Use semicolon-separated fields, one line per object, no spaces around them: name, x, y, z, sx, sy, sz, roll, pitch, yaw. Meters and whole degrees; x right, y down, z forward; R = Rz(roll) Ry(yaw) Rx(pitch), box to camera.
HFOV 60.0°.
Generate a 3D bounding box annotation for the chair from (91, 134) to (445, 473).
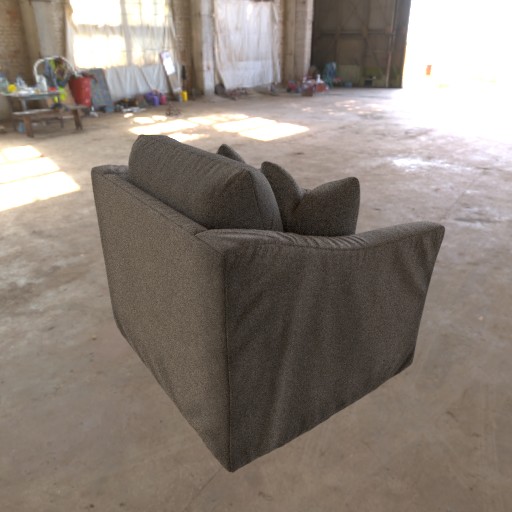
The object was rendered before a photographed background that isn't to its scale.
chair;0.000;0.000;2.028;1.071;1.059;1.194;-17;30;-32
